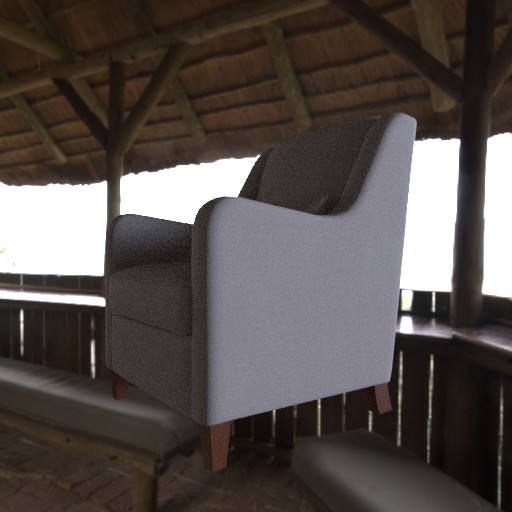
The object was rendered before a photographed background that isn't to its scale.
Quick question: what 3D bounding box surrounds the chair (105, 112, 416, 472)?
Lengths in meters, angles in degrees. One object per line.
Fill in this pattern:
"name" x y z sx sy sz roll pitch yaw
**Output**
"chair" 0.000 0.000 1.539 0.863 1.010 0.715 0 1 -37
